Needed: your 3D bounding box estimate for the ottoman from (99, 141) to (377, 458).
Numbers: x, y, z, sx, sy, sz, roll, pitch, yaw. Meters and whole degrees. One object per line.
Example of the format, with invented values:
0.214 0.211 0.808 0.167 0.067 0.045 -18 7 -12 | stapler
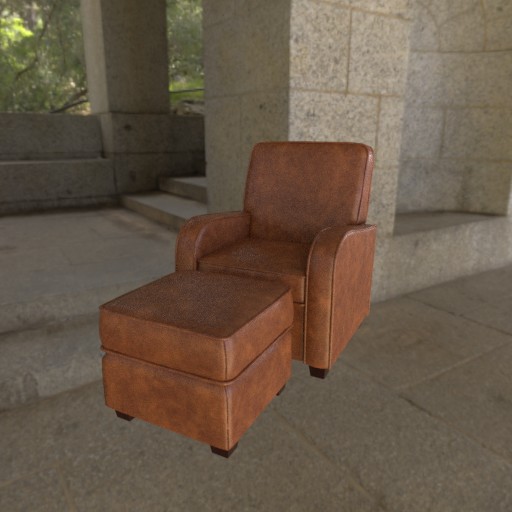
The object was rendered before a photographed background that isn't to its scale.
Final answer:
0.000 0.000 1.843 0.732 0.904 1.314 8 18 26 | ottoman
